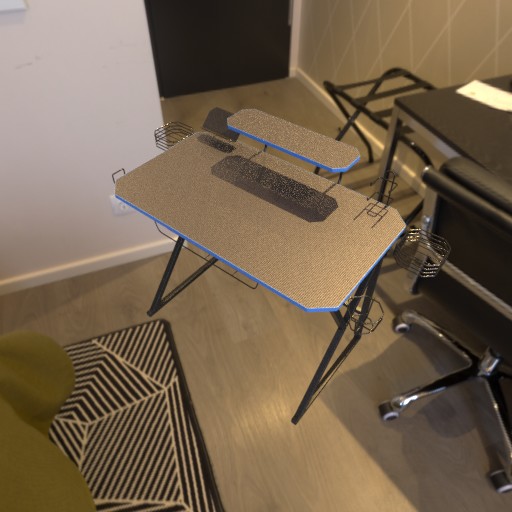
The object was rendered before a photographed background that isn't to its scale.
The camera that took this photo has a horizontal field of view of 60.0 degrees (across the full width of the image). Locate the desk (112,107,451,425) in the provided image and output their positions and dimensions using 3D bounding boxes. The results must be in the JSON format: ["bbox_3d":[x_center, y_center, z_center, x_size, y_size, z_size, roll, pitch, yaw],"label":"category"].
[{"bbox_3d":[0.000,0.000,1.805,1.295,0.909,0.594,30,52,26],"label":"desk"}]
